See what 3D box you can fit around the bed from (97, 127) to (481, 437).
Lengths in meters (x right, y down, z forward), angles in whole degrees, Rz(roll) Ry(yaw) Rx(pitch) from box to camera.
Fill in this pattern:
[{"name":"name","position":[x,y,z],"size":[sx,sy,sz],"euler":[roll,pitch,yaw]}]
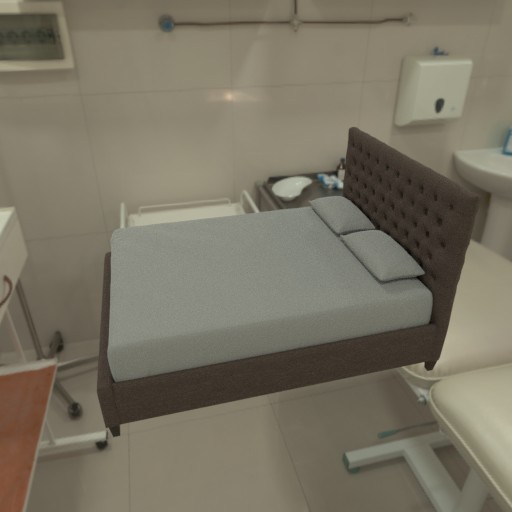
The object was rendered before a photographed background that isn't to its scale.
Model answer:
[{"name":"bed","position":[0.000,0.000,3.414],"size":[2.387,1.427,1.698],"euler":[-8,31,-13]}]
